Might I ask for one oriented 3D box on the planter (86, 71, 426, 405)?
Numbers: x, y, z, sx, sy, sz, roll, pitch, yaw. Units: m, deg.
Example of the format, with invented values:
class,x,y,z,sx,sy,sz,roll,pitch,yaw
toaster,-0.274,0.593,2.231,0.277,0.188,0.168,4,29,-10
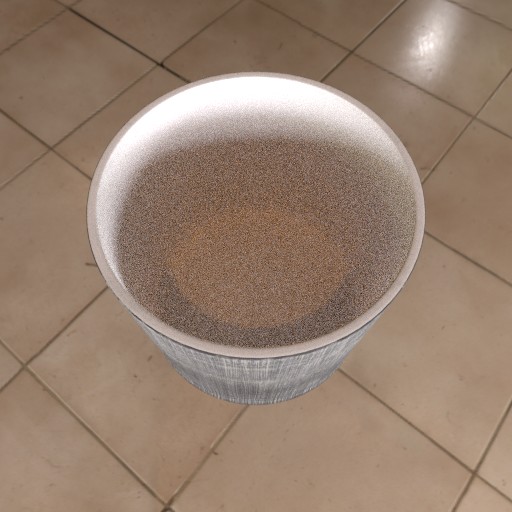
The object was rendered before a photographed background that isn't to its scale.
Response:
class,x,y,z,sx,sy,sz,roll,pitch,yaw
planter,0.000,0.000,0.306,0.178,0.157,0.178,0,64,0
